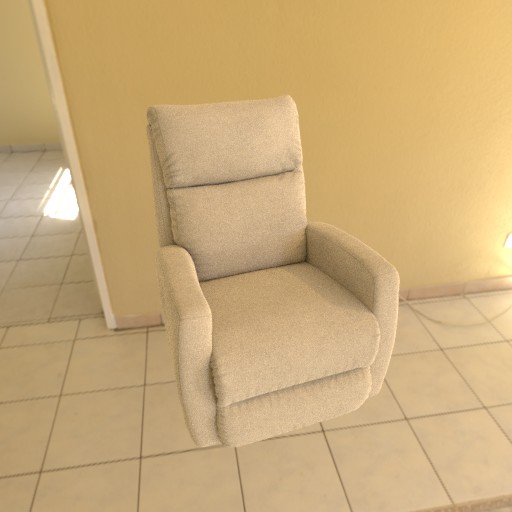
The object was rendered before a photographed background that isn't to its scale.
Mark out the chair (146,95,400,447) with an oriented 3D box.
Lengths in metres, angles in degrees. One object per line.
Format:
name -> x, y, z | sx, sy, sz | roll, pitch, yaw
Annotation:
chair -> 0.000, 0.000, 1.716 | 0.794, 1.021, 0.940 | -10, 33, -16
